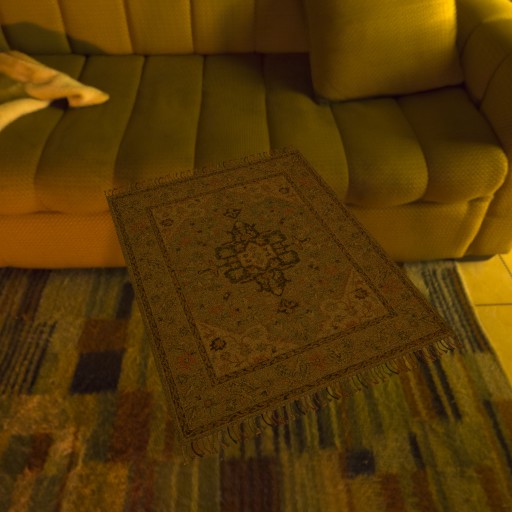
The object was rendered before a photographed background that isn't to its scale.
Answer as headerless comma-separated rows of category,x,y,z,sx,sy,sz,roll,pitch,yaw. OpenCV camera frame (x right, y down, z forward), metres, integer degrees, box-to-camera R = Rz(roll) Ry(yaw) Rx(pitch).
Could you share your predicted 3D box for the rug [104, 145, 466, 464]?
rug,0.000,0.000,3.547,1.971,0.010,2.651,-17,49,-15
